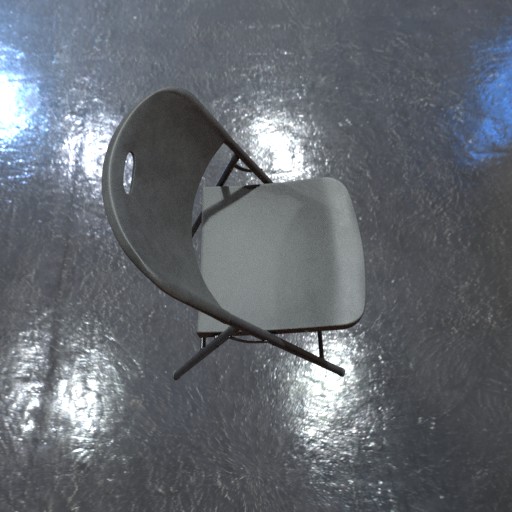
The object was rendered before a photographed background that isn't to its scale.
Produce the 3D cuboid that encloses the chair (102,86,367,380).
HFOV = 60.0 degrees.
[{"bbox_3d":[0.000,0.000,1.177,0.566,0.810,0.494,-1,64,-1],"label":"chair"}]
